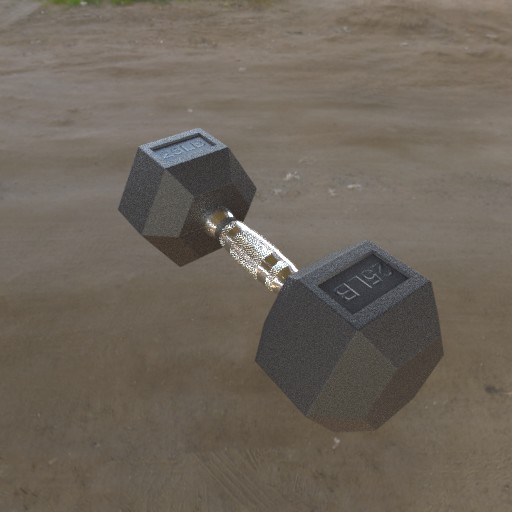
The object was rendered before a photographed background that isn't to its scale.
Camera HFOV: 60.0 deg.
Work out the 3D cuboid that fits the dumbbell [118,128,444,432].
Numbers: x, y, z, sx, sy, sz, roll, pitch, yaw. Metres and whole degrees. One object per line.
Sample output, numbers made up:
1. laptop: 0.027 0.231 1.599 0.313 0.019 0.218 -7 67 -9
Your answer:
1. dumbbell: 0.000 0.000 0.375 0.129 0.113 0.315 -26 47 -27
